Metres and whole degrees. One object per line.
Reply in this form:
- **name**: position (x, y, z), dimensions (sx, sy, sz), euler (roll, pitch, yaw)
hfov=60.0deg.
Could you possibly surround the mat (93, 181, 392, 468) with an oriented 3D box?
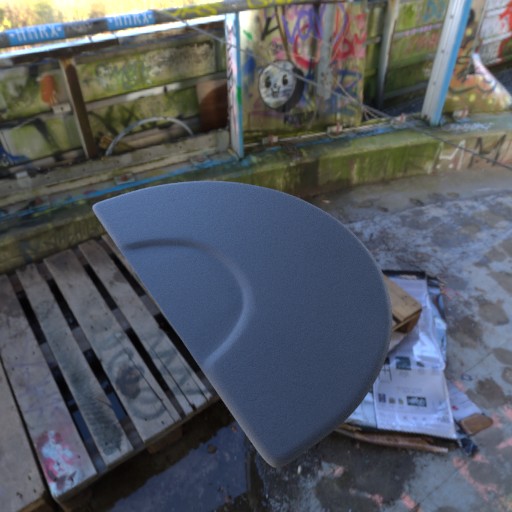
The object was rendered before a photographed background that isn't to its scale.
- **mat**: position (0.000, 0.000, 1.860), dimensions (0.917, 0.016, 1.525), euler (-24, 47, -25)
